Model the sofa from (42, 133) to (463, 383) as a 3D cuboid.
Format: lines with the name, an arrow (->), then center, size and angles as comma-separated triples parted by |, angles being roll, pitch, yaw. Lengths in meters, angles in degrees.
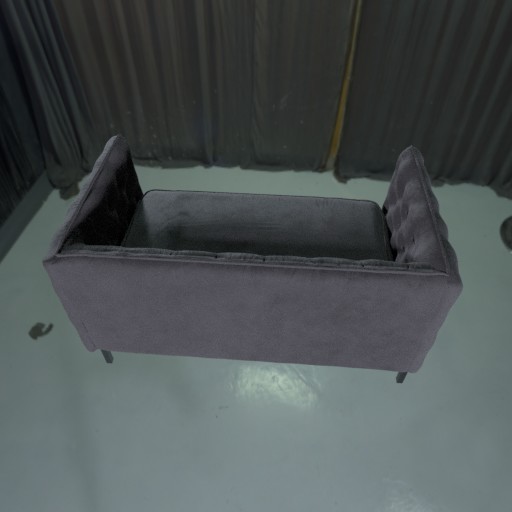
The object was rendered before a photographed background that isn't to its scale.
sofa -> 0.000, 0.000, 2.175 | 1.583, 0.810, 0.909 | 3, 47, 3
